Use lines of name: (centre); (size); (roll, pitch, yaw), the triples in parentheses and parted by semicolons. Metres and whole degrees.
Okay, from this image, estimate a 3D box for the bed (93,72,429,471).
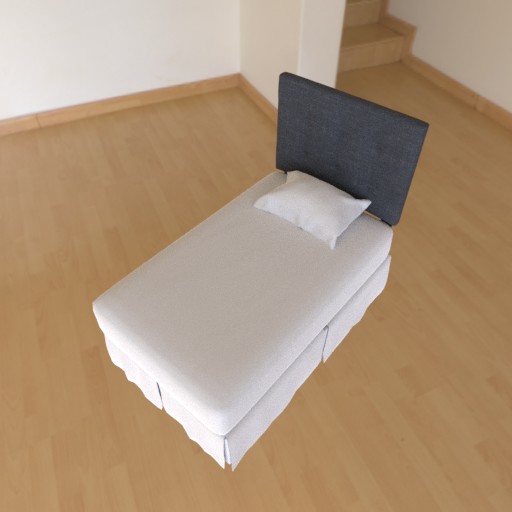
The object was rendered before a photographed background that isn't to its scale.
bed: (0.000, 0.000, 3.013); (1.261, 1.571, 1.997); (32, 54, 27)
